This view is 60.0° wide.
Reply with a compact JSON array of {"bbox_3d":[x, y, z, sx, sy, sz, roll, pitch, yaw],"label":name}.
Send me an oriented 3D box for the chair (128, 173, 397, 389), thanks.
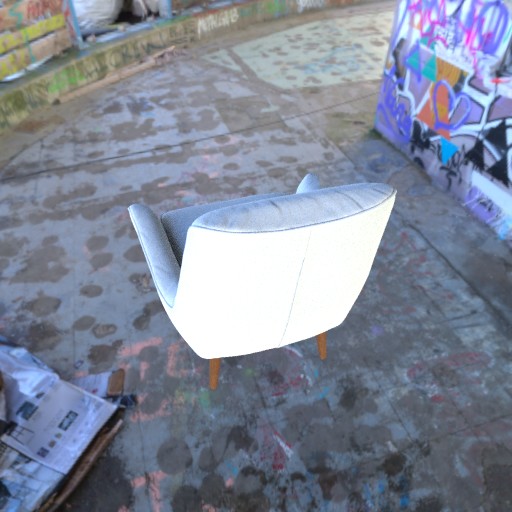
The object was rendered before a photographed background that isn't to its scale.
[{"bbox_3d":[0.000,0.000,1.533,0.787,0.888,0.822,-12,42,-13],"label":"chair"}]
